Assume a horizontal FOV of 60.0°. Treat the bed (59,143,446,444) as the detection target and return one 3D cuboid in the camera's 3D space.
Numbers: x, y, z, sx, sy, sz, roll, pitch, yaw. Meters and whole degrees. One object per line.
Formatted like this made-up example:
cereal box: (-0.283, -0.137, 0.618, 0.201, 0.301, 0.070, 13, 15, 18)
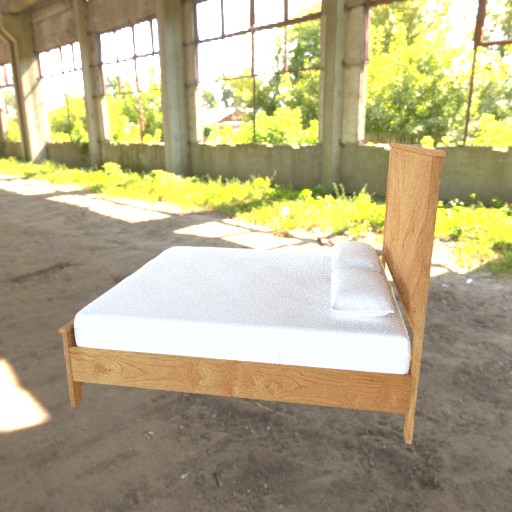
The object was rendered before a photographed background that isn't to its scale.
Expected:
bed: (0.000, 0.000, 3.992, 2.530, 1.938, 2.225, 3, 16, 9)
